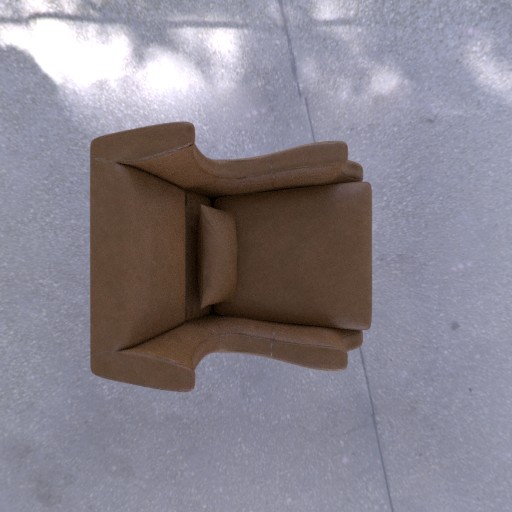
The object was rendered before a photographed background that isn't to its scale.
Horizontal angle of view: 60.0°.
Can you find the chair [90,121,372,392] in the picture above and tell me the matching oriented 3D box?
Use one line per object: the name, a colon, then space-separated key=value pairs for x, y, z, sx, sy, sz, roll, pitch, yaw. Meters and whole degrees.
chair: x=0.000 y=0.000 z=1.718 sx=0.925 sy=1.016 sz=0.852 roll=0 pitch=90 yaw=1
